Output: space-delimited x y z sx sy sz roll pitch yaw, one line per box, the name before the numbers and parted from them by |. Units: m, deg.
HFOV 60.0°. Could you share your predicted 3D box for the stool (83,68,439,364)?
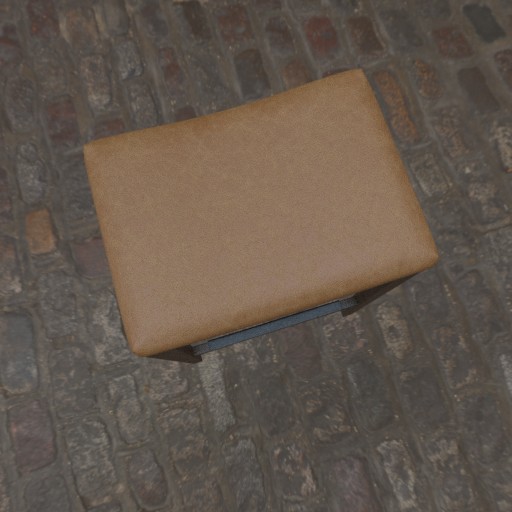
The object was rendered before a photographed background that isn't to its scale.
stool | 0.000 0.000 1.019 0.500 0.759 0.361 -17 78 -4
